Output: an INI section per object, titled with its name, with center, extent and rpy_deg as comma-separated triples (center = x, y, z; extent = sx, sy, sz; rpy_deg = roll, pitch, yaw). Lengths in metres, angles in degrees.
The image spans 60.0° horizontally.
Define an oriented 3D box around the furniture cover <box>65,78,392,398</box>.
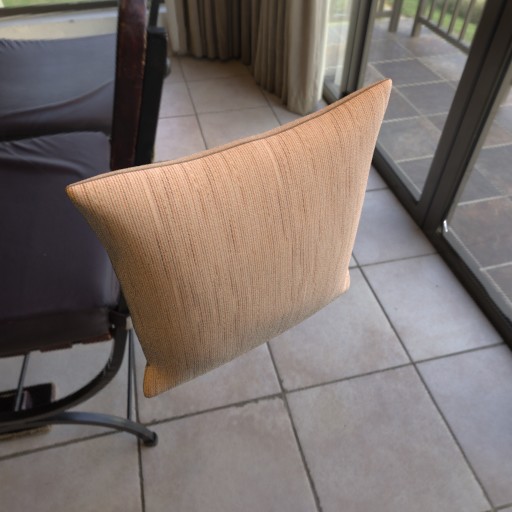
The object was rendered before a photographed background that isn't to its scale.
[furniture cover]
center = 0.000, 0.000, 0.770
extent = 0.512, 0.506, 0.178
rpy_deg = -25, 52, -22
